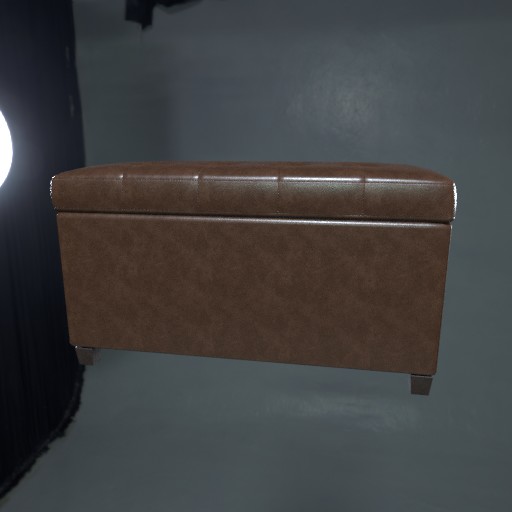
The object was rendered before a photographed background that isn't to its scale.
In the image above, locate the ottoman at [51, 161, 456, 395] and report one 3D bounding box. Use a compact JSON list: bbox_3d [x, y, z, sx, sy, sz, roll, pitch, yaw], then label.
[{"bbox_3d":[0.000,0.000,1.133,0.838,0.470,0.432,2,14,10],"label":"ottoman"}]
